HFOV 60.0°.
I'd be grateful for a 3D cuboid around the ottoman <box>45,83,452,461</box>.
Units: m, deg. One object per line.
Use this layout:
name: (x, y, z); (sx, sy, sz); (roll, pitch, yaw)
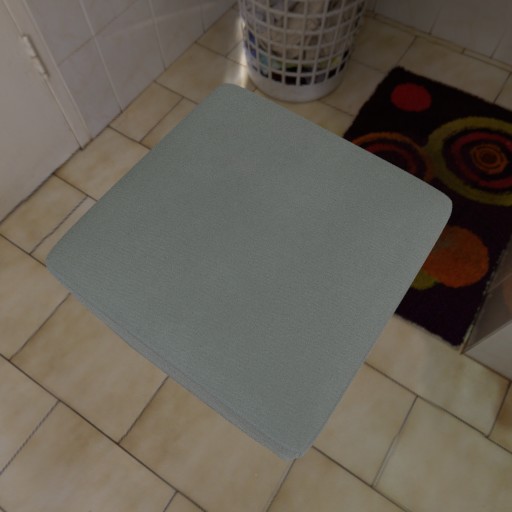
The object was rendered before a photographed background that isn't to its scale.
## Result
ottoman: (0.000, 0.000, 1.354); (0.843, 0.441, 0.842); (32, 68, 15)
